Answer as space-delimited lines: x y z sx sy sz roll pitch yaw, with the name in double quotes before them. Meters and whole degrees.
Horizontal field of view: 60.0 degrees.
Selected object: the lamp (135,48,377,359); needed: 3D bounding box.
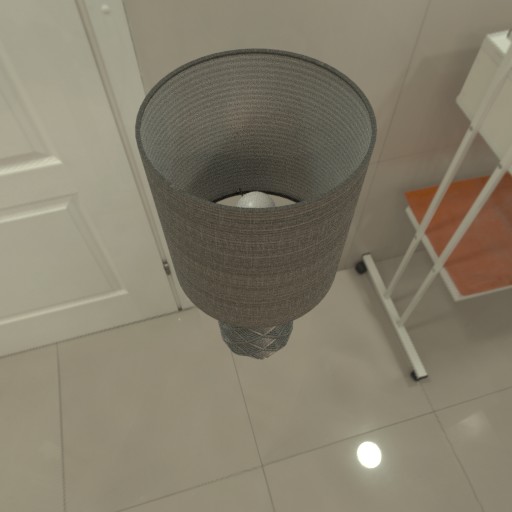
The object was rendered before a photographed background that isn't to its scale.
"lamp" 0.000 0.000 0.734 0.268 0.566 0.269 -14 58 -9
